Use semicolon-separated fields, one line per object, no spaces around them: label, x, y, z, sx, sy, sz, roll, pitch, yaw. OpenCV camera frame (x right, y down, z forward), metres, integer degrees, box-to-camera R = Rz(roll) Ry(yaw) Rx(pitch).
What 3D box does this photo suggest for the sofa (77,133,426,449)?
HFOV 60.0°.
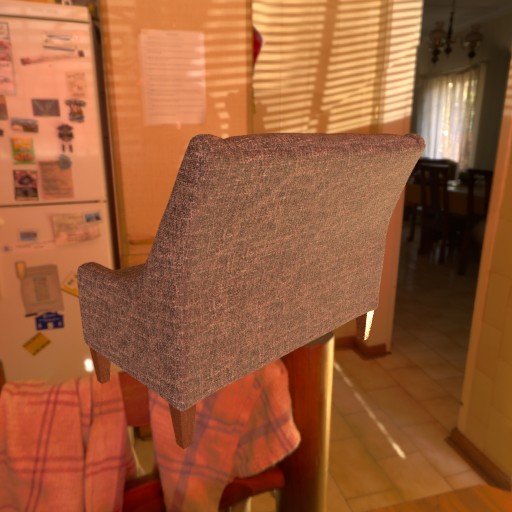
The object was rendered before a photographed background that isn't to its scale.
sofa;0.000;0.000;1.904;0.870;1.021;1.242;15;21;42
